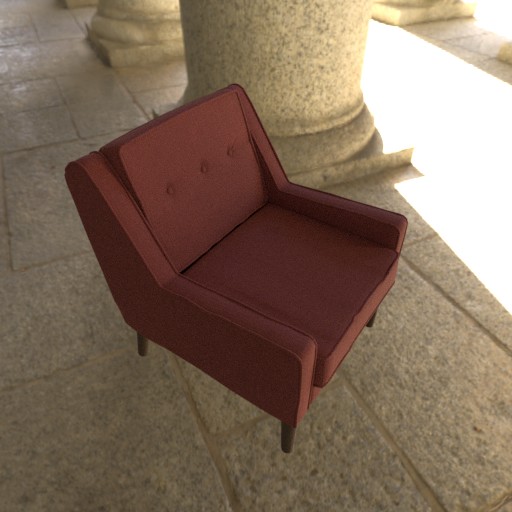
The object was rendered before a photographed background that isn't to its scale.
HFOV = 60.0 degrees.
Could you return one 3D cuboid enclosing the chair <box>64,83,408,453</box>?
[{"bbox_3d":[0.000,0.000,1.397,0.770,0.812,0.680,25,47,26],"label":"chair"}]
